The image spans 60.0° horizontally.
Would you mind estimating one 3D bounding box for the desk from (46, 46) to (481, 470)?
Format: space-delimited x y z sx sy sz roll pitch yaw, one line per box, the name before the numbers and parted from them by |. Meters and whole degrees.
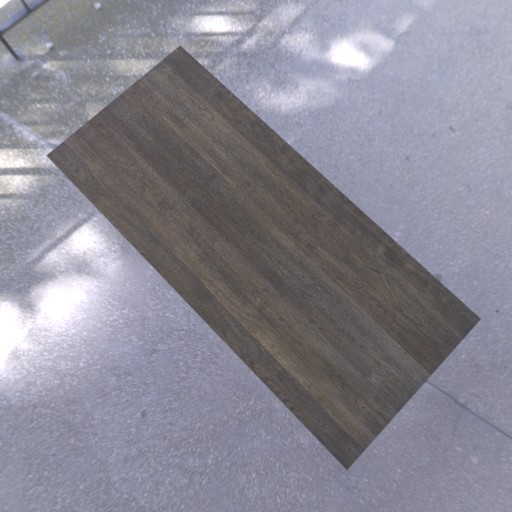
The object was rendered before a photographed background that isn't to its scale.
desk | 0.000 0.000 2.045 0.730 0.780 1.600 -44 80 -9
